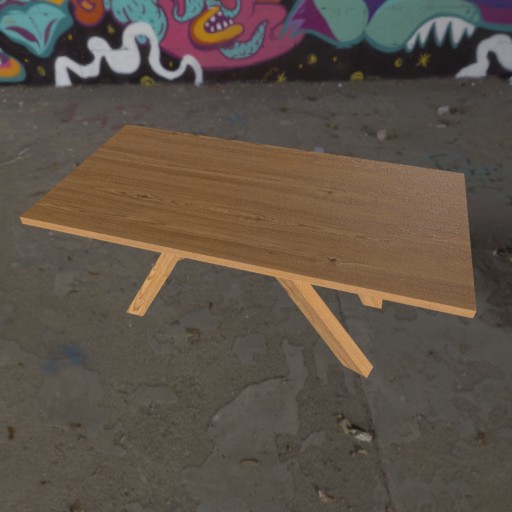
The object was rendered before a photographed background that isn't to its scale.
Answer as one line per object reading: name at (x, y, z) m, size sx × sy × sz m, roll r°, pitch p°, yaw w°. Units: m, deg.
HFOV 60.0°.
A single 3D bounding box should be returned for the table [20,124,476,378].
table at (0.000, 0.000, 2.233) m, size 1.797 × 0.750 × 0.901 m, roll 11°, pitch 43°, yaw 12°
